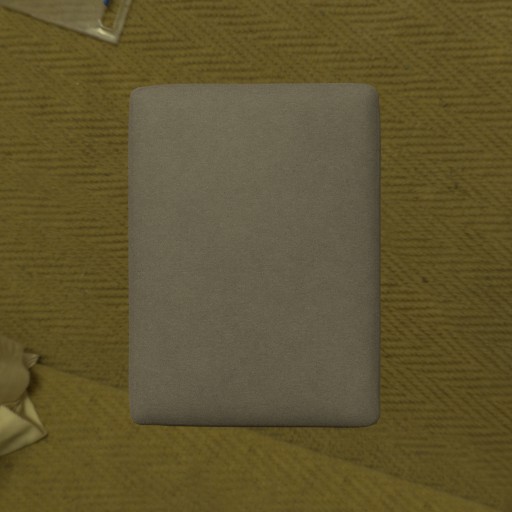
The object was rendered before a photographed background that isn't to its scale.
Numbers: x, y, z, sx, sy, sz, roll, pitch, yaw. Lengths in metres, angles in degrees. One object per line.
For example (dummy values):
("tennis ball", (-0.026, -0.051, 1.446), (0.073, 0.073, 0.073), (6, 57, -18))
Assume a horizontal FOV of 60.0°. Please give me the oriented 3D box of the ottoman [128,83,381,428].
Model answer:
("ottoman", (0.000, 0.000, 1.169), (0.574, 0.497, 0.773), (0, 90, 1))
